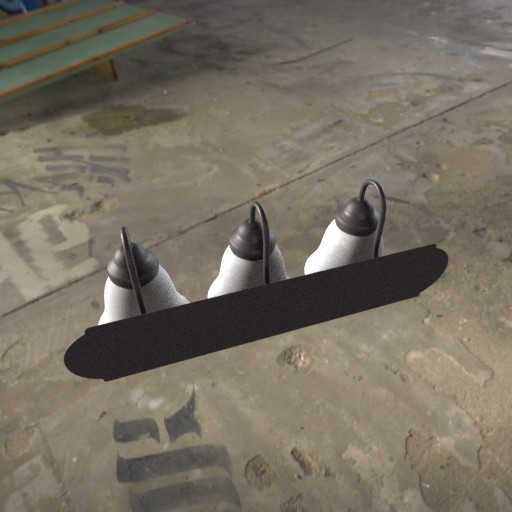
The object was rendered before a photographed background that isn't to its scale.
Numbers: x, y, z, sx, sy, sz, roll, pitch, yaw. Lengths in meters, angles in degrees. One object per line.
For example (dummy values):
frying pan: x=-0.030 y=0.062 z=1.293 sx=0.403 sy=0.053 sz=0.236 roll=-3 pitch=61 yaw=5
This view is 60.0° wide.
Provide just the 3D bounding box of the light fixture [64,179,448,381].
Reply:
light fixture: x=0.000 y=0.000 z=0.723 sx=0.610 sy=0.222 sz=0.199 roll=-13 pitch=43 yaw=-14
